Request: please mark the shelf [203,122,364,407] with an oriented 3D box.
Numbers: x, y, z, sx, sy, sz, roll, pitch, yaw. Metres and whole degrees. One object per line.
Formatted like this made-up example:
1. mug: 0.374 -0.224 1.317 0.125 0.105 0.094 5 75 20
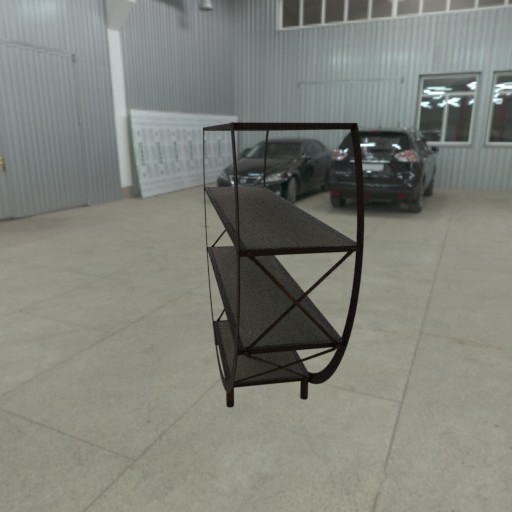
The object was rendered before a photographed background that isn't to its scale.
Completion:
1. shelf: 0.000 0.000 1.885 0.344 1.063 1.403 -3 16 -10
